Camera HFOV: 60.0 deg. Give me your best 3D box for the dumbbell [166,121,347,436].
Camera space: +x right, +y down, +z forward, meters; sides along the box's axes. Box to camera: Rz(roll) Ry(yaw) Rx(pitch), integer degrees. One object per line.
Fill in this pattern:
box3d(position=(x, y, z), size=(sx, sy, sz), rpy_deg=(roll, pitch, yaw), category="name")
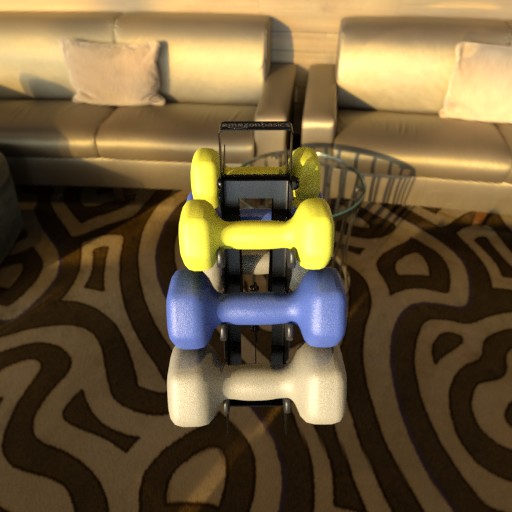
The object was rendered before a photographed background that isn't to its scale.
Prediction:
box3d(position=(0.000, 0.000, 0.692), size=(0.261, 0.426, 0.416), rpy_deg=(0, 40, 0), category="dumbbell")
